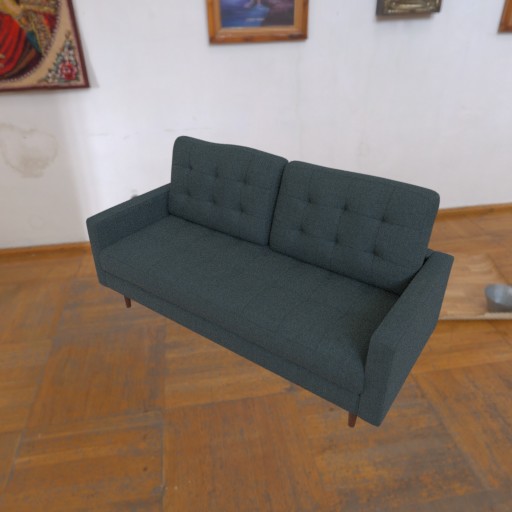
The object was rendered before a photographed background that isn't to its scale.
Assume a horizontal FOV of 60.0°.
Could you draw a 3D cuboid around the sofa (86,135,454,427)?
[{"bbox_3d":[0.000,0.000,2.649,2.010,1.050,0.966,20,36,30],"label":"sofa"}]
